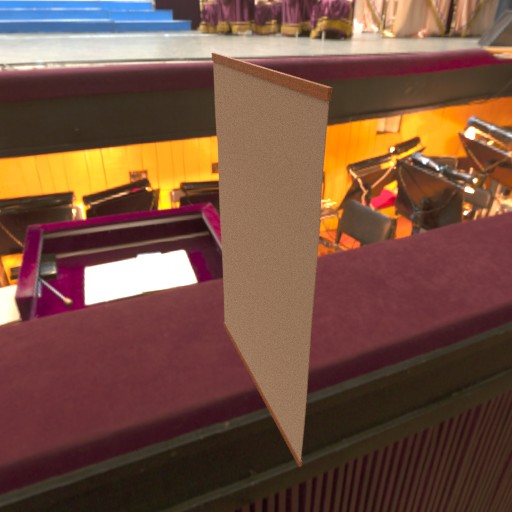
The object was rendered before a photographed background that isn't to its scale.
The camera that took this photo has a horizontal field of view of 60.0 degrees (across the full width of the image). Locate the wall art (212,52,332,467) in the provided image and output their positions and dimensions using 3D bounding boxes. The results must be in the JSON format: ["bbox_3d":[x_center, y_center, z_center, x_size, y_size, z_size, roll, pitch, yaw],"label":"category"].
[{"bbox_3d":[0.000,0.000,1.919,0.019,1.527,1.019,-11,31,-19],"label":"wall art"}]
